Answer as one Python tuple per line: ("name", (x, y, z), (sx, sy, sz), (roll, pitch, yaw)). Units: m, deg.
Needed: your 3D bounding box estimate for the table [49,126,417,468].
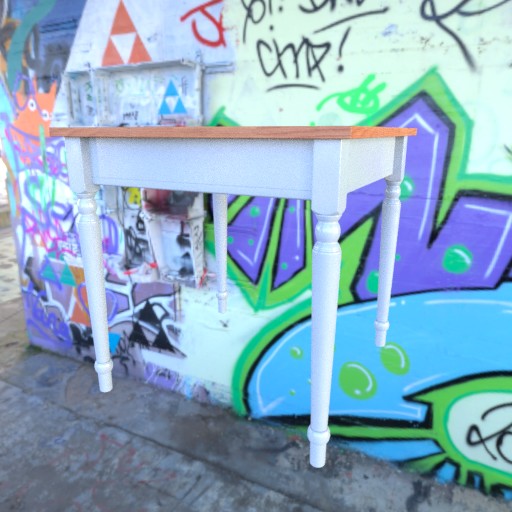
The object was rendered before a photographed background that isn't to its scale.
("table", (0.000, 0.000, 1.328), (0.747, 0.738, 0.747), (8, 18, 26))
